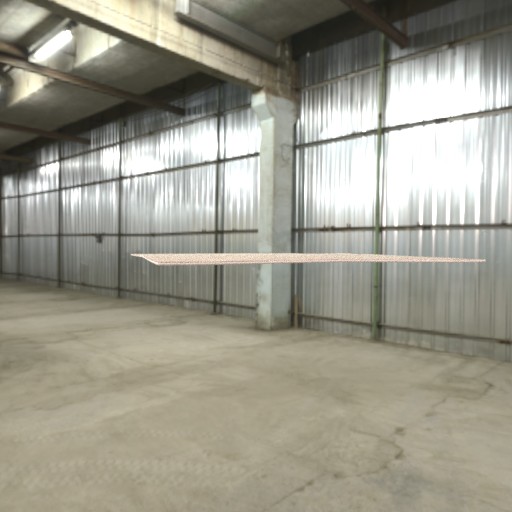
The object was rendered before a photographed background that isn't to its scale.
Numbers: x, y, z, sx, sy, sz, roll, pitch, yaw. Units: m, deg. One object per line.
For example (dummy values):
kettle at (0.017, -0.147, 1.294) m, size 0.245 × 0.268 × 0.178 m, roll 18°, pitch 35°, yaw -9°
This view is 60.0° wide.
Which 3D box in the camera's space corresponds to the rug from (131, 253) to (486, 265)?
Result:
rug at (0.000, 0.000, 2.247) m, size 1.154 × 0.021 × 1.792 m, roll 0°, pitch 1°, yaw -18°
